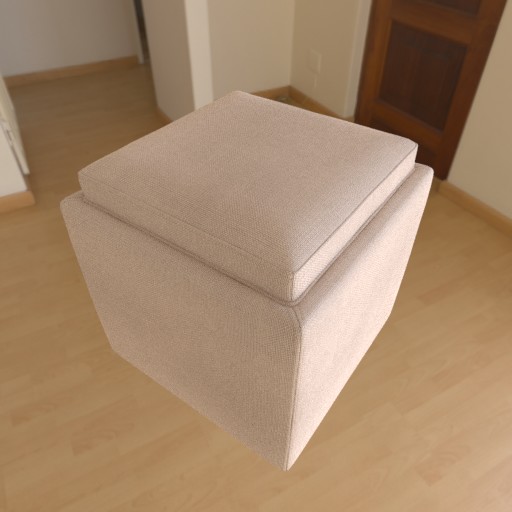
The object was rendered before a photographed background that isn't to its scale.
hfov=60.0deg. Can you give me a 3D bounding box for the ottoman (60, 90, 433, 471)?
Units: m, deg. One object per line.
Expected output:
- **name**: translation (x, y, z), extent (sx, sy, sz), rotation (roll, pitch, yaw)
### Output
- **ottoman**: translation (0.000, 0.000, 0.816), extent (0.450, 0.460, 0.451), rotation (26, 48, 26)
